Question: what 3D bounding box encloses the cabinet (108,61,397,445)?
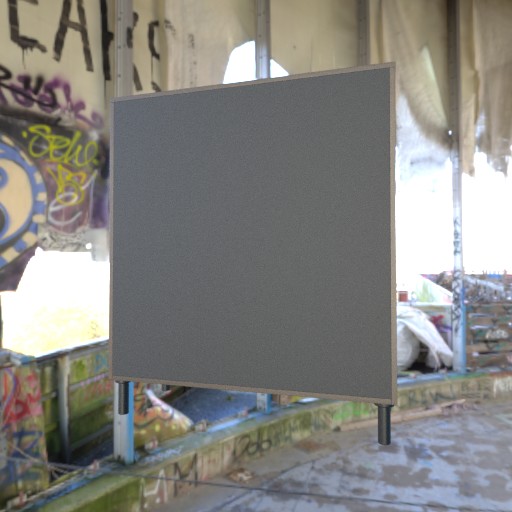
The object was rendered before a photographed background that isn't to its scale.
[{"bbox_3d":[0.000,0.000,1.675,1.010,1.170,0.400,0,-1,17],"label":"cabinet"}]
